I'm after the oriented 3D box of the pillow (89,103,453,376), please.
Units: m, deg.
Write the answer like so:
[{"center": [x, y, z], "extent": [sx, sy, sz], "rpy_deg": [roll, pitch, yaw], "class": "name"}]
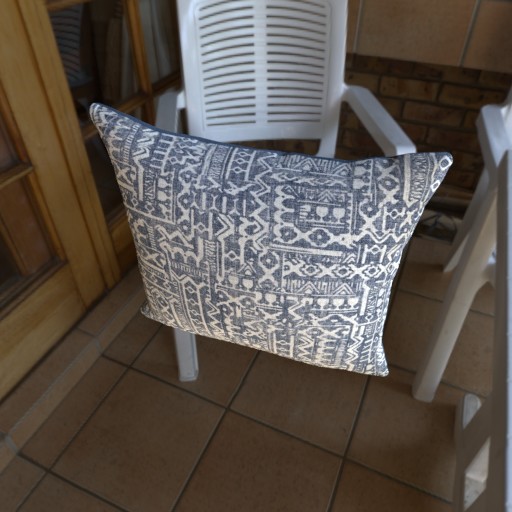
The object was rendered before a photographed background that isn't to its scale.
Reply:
[{"center": [0.000, 0.000, 0.781], "extent": [0.546, 0.487, 0.180], "rpy_deg": [12, 43, 14], "class": "pillow"}]
